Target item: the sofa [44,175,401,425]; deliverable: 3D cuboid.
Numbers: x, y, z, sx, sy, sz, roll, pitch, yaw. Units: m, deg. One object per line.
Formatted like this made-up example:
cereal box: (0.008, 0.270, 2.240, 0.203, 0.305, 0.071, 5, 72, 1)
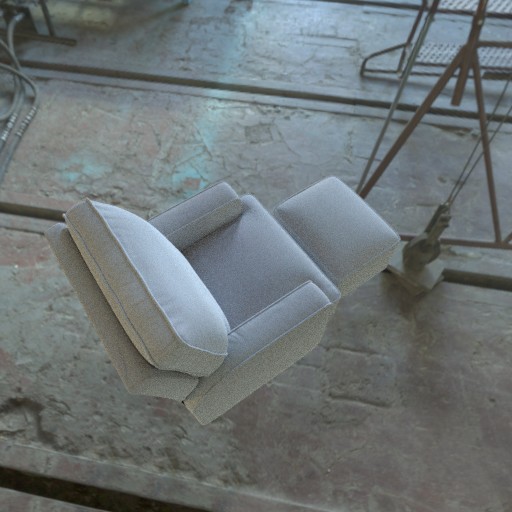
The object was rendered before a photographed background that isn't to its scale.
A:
sofa: (0.000, 0.000, 2.054, 1.472, 0.959, 0.861, -30, 63, -18)
